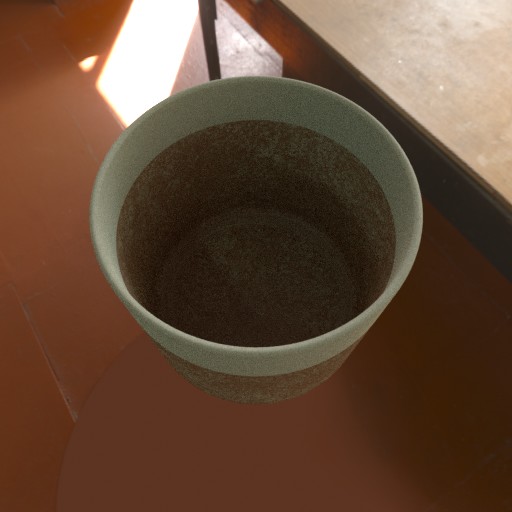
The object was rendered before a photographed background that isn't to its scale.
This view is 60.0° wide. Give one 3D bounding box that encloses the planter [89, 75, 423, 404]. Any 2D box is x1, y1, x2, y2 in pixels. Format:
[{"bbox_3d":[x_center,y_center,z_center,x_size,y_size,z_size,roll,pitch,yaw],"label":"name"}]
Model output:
[{"bbox_3d":[0.000,0.000,0.274,0.159,0.138,0.159,0,63,0],"label":"planter"}]
